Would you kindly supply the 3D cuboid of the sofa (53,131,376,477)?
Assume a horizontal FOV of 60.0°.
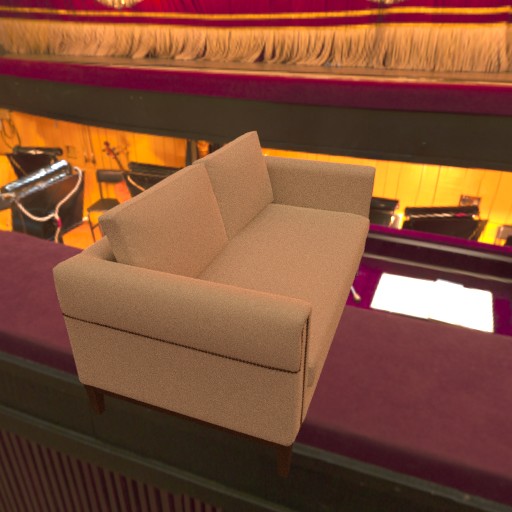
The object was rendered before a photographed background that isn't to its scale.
[{"bbox_3d":[0.000,0.000,2.117,0.905,0.873,1.598,10,29,18],"label":"sofa"}]
